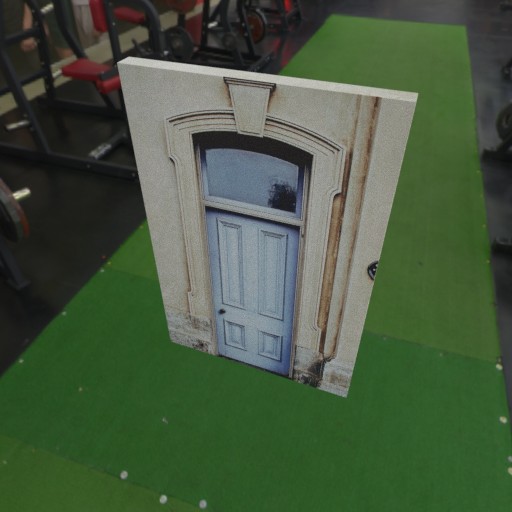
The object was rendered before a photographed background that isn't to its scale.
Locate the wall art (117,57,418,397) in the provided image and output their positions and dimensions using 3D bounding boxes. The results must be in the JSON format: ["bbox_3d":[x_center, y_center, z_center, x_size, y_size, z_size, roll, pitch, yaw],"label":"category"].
[{"bbox_3d":[0.000,0.000,0.968,0.508,0.764,0.038,14,42,16],"label":"wall art"}]
